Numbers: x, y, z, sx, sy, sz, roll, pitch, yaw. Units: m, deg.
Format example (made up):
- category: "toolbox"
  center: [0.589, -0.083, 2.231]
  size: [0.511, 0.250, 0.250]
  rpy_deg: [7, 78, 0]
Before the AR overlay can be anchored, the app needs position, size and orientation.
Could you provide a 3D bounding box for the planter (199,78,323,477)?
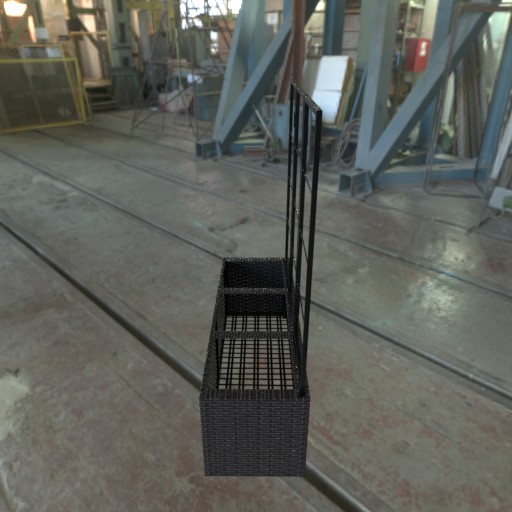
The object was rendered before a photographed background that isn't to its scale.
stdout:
- category: "planter"
  center: [0.000, 0.000, 1.192]
  size: [0.244, 0.841, 0.699]
  rpy_deg: [0, 26, 0]
